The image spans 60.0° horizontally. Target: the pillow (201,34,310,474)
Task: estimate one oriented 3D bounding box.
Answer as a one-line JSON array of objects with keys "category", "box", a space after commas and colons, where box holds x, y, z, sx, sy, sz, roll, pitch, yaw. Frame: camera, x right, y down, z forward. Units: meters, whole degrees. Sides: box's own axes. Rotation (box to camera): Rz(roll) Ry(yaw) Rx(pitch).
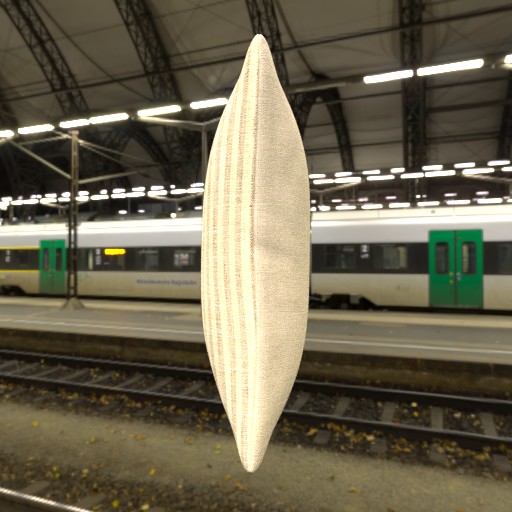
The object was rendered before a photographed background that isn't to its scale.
[{"category": "pillow", "box": [0.000, 0.000, 0.771, 0.166, 0.510, 0.523, 0, -1, 0]}]
